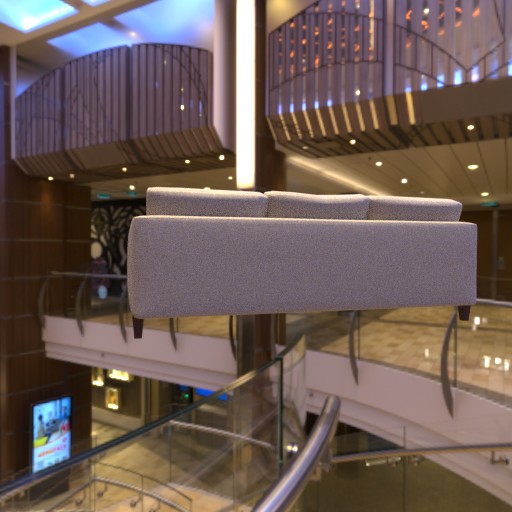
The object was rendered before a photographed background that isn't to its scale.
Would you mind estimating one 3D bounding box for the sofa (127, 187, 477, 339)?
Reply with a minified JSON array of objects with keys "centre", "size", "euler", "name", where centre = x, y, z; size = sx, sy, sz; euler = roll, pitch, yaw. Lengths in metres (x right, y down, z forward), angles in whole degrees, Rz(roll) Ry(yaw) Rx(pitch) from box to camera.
[{"centre":[0.000,0.000,4.512],"size":[2.522,0.934,3.333],"euler":[0,1,-16],"name":"sofa"}]
